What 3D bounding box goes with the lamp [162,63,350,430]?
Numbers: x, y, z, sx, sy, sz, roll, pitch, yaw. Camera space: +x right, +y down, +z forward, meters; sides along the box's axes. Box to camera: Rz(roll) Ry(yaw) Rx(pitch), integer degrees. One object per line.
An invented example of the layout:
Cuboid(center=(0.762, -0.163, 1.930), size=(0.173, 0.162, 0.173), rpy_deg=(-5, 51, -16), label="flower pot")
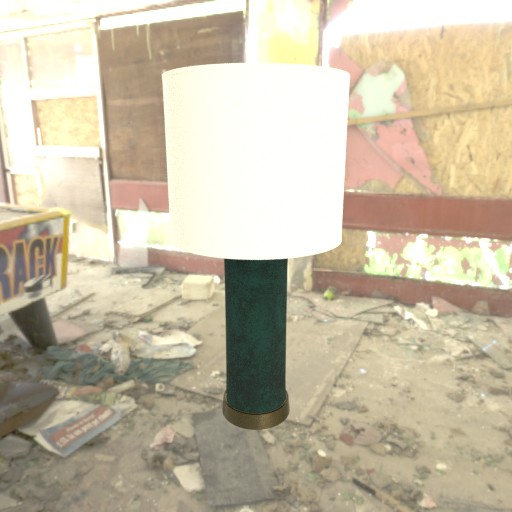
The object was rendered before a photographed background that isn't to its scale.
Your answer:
Cuboid(center=(0.000, 0.000, 0.801), size=(0.301, 0.630, 0.301), rpy_deg=(14, 21, 42), label="lamp")
